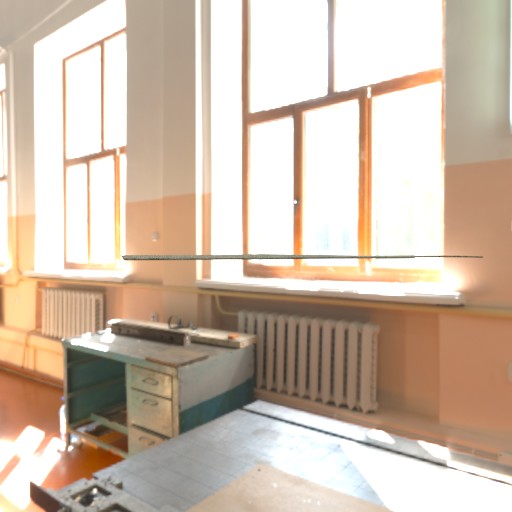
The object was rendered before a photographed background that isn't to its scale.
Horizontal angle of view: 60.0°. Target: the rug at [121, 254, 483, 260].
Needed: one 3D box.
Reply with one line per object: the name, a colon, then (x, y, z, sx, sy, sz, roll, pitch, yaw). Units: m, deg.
rug: (0.000, 0.000, 4.183, 2.430, 0.030, 3.054, 0, 1, -17)
